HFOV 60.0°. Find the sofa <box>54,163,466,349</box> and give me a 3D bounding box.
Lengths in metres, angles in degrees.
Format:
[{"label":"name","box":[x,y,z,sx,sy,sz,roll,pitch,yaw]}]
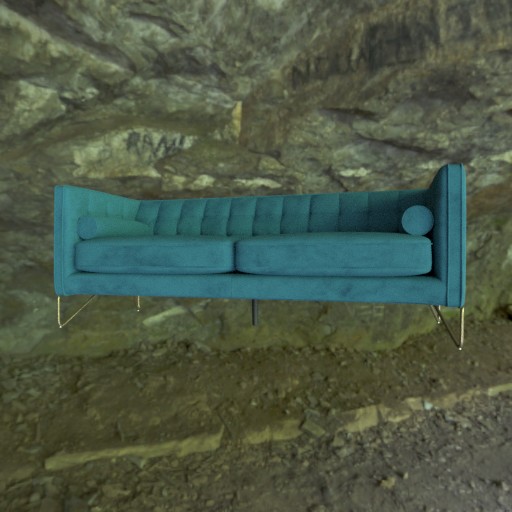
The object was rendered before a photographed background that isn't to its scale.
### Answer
[{"label":"sofa","box":[0.000,0.000,2.520,2.087,0.789,0.867,0,0,17]}]
